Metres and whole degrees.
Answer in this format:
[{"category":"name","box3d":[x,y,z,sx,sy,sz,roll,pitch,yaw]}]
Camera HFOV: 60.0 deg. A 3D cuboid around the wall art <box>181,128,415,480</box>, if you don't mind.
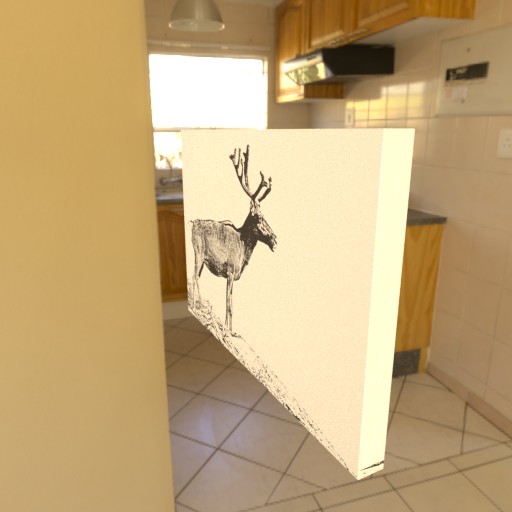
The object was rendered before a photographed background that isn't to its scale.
[{"category":"wall art","box3d":[0.000,0.000,0.754,0.042,0.414,0.608,-8,18,-27]}]
